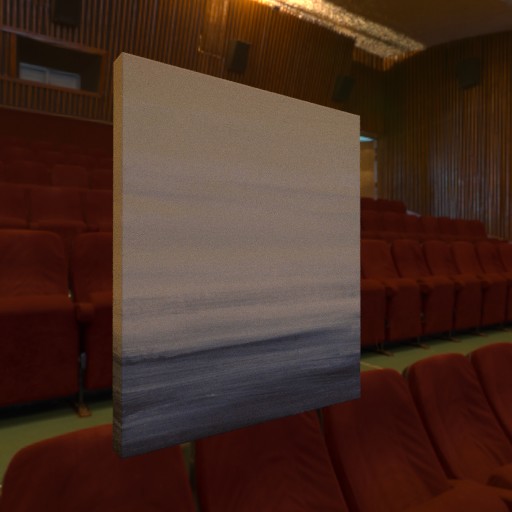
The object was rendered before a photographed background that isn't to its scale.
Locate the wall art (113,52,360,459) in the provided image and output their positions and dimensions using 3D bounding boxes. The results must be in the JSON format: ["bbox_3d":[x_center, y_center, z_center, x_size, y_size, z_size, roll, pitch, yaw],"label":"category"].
[{"bbox_3d":[0.000,0.000,0.695,0.435,0.511,0.037,0,-1,-35],"label":"wall art"}]
